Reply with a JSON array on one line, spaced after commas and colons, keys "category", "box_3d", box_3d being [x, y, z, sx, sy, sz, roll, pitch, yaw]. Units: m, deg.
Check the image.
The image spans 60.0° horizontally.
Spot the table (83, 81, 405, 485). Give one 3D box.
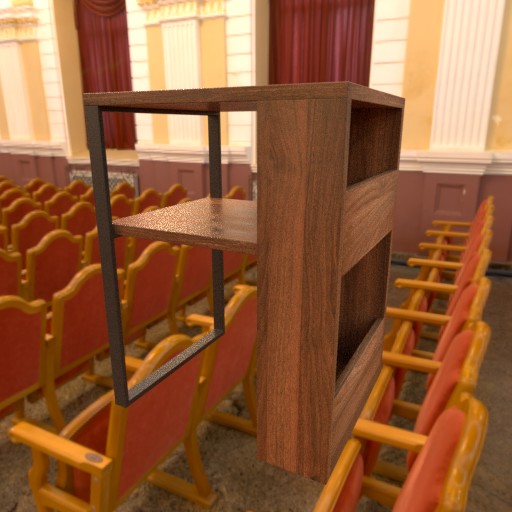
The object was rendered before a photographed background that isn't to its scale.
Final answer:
[{"category": "table", "box_3d": [0.000, 0.000, 1.531, 0.786, 1.041, 0.660, 8, 18, 27]}]
